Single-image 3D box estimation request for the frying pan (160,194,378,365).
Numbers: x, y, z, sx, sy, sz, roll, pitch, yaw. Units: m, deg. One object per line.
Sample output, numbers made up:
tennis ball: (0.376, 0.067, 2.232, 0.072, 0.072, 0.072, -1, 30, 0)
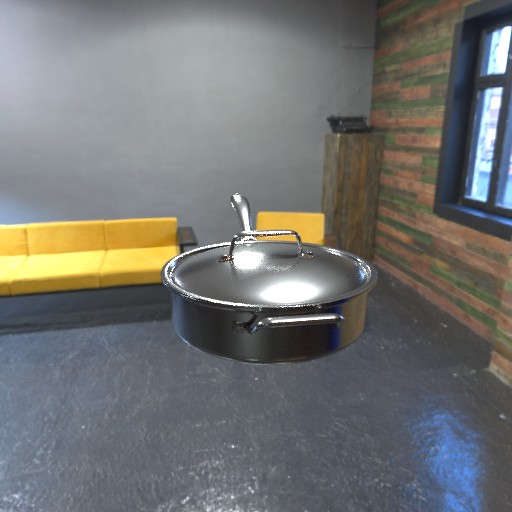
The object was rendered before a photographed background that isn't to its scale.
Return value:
frying pan: (0.000, 0.000, 0.601, 0.245, 0.111, 0.492, -3, 16, -9)
